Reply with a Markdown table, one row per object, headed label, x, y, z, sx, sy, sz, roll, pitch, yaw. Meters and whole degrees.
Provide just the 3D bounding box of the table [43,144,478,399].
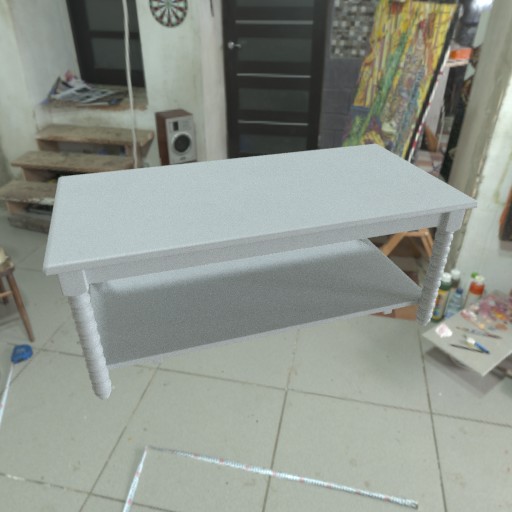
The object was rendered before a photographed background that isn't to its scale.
| label | x | y | z | sx | sy | sz | roll | pitch | yaw |
| --- | --- | --- | --- | --- | --- | --- | --- | --- | --- |
| table | 0.000 | 0.000 | 1.484 | 1.171 | 0.487 | 0.580 | -9 | 33 | -15 |
